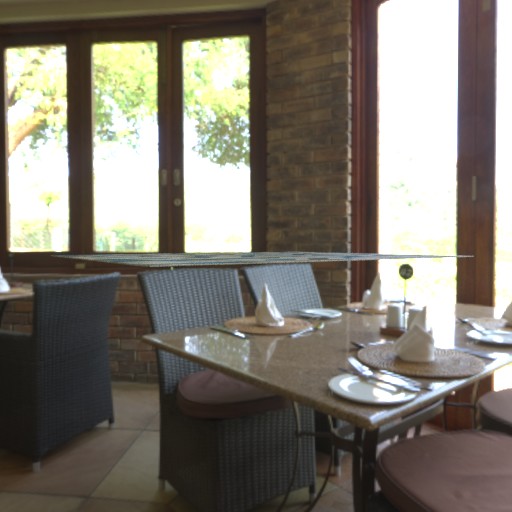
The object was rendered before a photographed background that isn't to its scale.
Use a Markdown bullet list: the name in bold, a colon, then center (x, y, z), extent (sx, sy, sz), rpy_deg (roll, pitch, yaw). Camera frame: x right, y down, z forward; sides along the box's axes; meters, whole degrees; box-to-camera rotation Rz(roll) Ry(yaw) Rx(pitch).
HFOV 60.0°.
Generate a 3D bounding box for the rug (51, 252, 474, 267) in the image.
- **rug**: center (0.000, 0.000, 4.065), extent (3.036, 0.008, 2.440), rpy_deg (-1, 2, -35)
